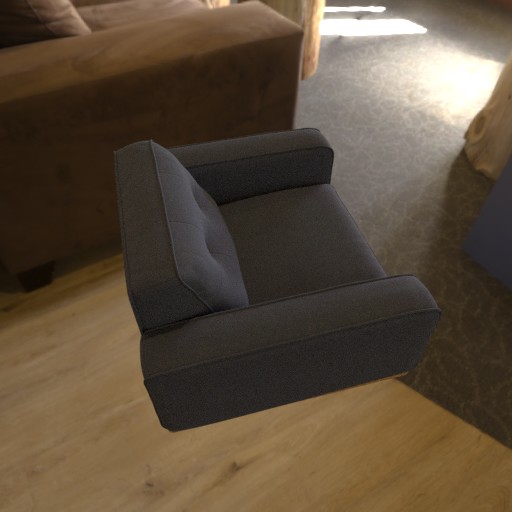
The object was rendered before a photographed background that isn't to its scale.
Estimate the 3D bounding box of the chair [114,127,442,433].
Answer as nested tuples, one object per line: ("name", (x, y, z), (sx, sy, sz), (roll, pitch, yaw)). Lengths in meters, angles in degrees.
("chair", (0.000, 0.000, 1.784), (0.953, 0.783, 1.118), (-12, 49, -10))
